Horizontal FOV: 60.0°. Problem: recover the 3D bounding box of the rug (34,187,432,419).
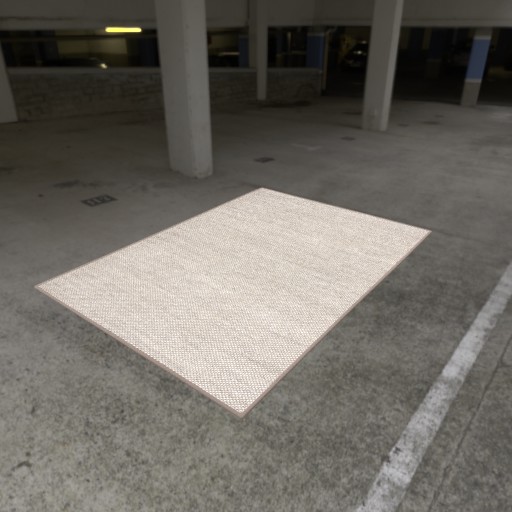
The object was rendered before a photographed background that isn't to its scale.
[{"bbox_3d":[0.000,0.000,2.801,1.517,0.013,2.115,20,34,33],"label":"rug"}]
